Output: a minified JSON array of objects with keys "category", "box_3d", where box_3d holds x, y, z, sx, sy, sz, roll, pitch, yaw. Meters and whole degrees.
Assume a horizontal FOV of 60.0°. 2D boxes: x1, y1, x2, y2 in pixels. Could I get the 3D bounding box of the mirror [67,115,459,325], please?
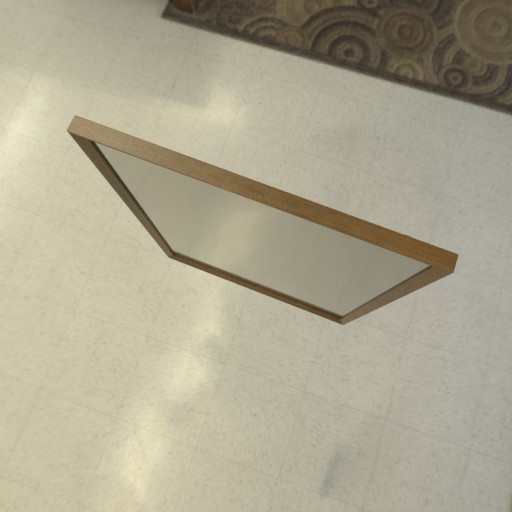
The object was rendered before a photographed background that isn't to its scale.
[{"category":"mirror","box_3d":[0.000,0.000,1.310,0.762,1.016,0.041,21,77,5]}]
